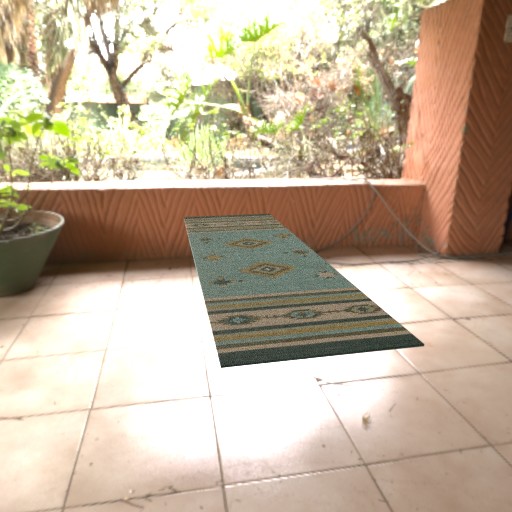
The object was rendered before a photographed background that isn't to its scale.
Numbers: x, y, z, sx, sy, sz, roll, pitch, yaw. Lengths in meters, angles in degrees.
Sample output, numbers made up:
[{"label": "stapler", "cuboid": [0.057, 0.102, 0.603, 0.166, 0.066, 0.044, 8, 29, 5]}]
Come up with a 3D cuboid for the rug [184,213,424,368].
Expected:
[{"label": "rug", "cuboid": [0.000, 0.000, 2.681, 0.744, 0.010, 2.441, -3, 17, -11]}]
